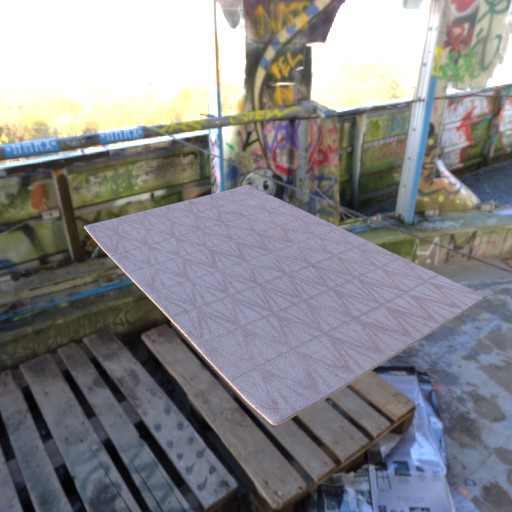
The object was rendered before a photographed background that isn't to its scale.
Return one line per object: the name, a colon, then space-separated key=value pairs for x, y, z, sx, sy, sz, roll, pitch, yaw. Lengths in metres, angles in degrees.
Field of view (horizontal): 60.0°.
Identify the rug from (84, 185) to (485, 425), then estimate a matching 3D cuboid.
rug: x=0.000 y=0.000 z=2.317 sx=1.230 sy=0.025 sz=1.837 roll=-20 pitch=34 yaw=-31
